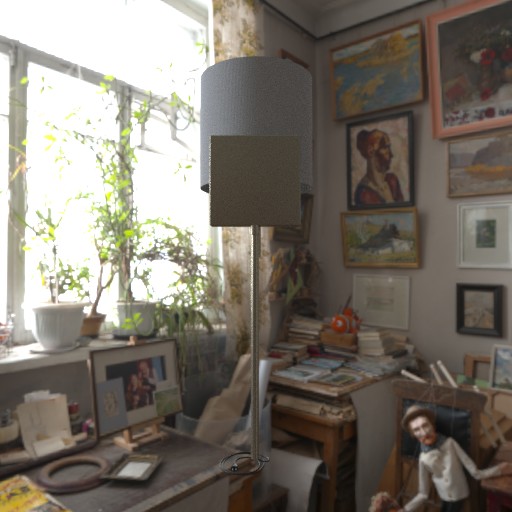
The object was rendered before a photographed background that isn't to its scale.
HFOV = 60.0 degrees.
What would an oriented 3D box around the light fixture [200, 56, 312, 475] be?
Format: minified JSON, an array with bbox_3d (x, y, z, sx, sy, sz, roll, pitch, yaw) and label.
[{"bbox_3d":[0.000,0.000,0.714,0.188,0.589,0.248,0,-1,1],"label":"light fixture"}]
